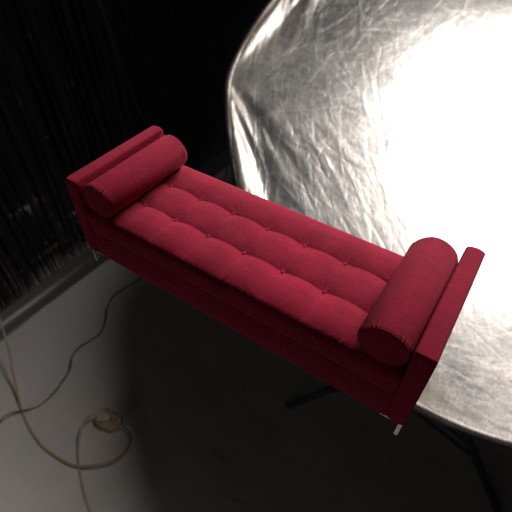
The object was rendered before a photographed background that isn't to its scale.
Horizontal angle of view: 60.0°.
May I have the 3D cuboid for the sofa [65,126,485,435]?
[{"bbox_3d":[0.000,0.000,2.341,1.981,0.635,0.686,26,51,23],"label":"sofa"}]
